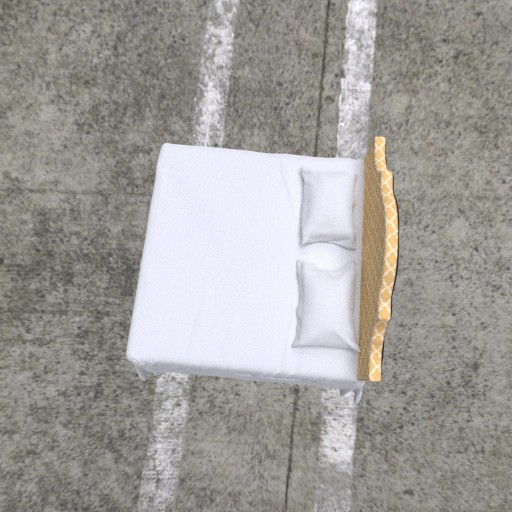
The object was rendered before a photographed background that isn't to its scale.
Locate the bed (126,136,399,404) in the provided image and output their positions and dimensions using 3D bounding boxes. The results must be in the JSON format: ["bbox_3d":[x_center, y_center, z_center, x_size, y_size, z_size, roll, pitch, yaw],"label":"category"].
[{"bbox_3d":[0.000,0.000,3.836,2.222,1.601,2.314,5,75,1],"label":"bed"}]
